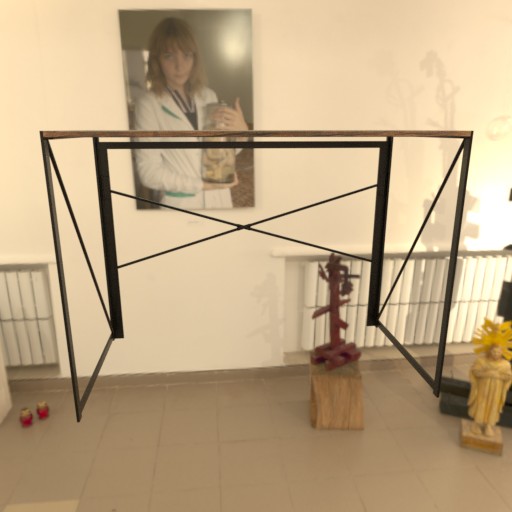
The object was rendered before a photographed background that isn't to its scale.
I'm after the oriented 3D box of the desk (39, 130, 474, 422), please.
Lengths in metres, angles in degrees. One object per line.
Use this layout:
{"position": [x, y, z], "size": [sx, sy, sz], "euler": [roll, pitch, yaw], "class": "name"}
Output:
{"position": [0.000, 0.000, 1.371], "size": [1.015, 0.747, 0.505], "euler": [-2, 16, -6], "class": "desk"}
